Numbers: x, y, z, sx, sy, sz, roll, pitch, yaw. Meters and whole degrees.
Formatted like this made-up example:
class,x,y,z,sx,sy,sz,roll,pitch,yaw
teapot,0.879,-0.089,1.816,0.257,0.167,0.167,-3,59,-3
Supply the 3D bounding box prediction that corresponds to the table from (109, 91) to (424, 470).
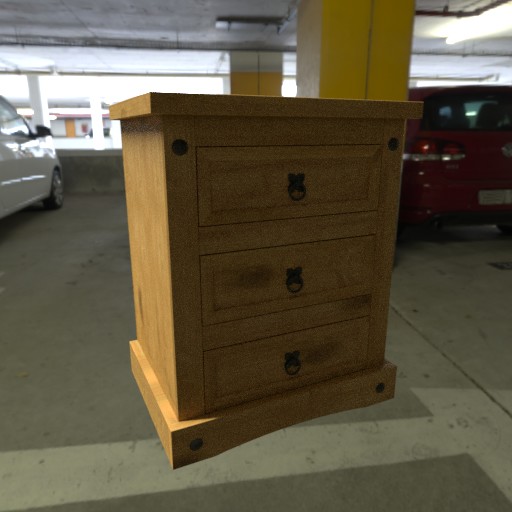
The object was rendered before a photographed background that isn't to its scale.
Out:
class,x,y,z,sx,sy,sz,roll,pitch,yaw
table,0.000,0.000,1.251,0.660,0.813,0.500,-7,17,-25
